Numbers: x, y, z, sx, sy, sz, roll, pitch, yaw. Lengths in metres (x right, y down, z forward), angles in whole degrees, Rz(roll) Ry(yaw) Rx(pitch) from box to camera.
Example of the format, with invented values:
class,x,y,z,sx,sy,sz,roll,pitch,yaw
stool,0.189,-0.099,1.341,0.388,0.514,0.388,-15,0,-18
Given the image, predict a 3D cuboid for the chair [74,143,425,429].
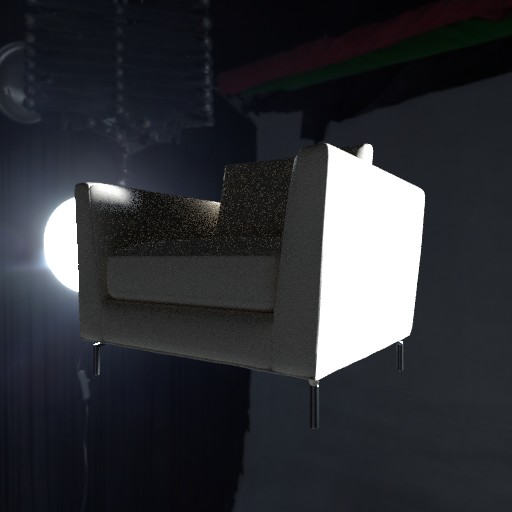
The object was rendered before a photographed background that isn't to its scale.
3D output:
class,x,y,z,sx,sy,sz,roll,pitch,yaw
chair,0.000,0.000,1.680,1.041,0.865,0.889,0,0,35
